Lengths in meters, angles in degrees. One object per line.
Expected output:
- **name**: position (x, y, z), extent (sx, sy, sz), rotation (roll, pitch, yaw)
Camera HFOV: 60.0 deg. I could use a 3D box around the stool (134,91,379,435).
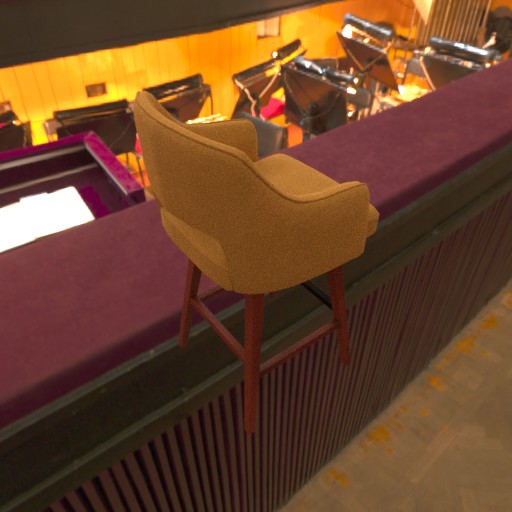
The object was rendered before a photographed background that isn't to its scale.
- **stool**: position (0.000, 0.000, 1.370), extent (0.558, 1.012, 0.548), rotation (-26, 46, -27)
